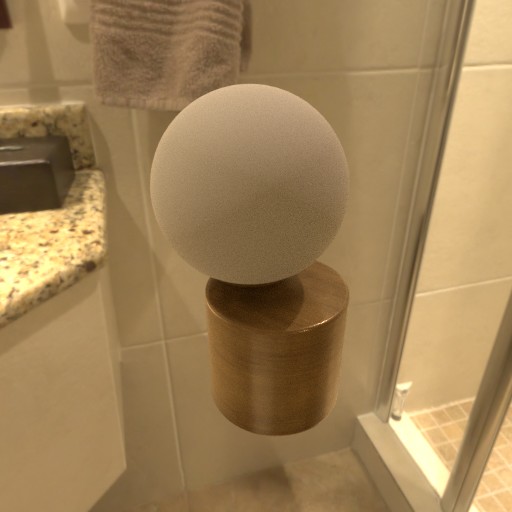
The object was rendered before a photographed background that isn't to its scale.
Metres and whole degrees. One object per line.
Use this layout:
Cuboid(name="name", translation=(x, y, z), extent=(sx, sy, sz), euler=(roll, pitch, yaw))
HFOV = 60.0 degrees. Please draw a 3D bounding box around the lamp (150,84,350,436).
Cuboid(name="lamp", translation=(0.000, 0.000, 0.346), extent=(0.152, 0.250, 0.141), euler=(19, 34, 31))
